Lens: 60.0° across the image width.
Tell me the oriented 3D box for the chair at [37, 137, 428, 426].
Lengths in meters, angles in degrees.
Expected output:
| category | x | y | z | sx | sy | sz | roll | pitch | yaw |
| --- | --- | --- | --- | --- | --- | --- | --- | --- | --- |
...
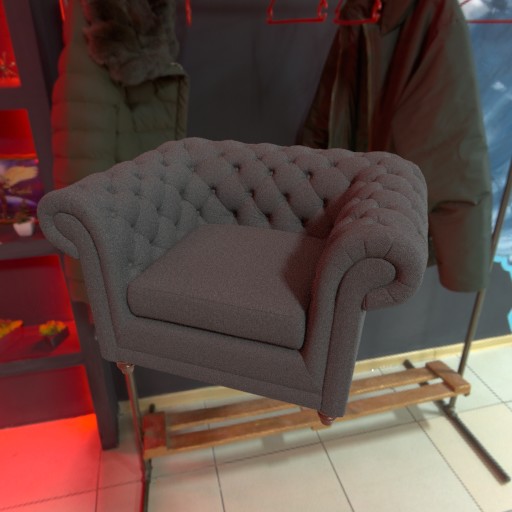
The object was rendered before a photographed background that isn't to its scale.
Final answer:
| category | x | y | z | sx | sy | sz | roll | pitch | yaw |
| --- | --- | --- | --- | --- | --- | --- | --- | --- | --- |
| chair | 0.000 | 0.000 | 1.842 | 1.270 | 0.770 | 0.976 | 9 | 28 | 17 |
